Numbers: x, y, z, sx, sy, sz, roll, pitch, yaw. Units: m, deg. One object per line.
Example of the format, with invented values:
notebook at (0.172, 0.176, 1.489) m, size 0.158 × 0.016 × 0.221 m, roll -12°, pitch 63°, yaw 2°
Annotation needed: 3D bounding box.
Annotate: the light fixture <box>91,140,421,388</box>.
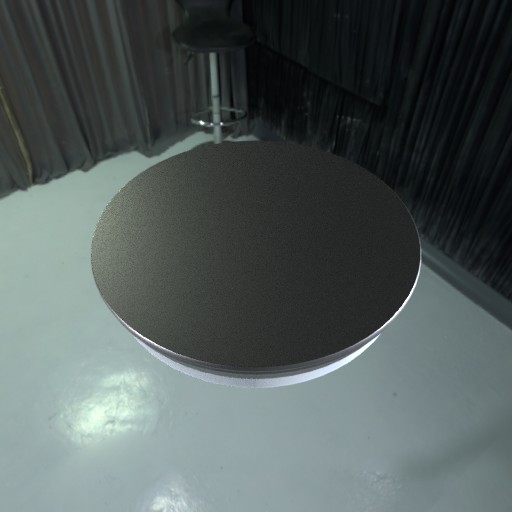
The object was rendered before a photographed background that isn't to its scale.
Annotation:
light fixture at (0.000, 0.000, 0.543) m, size 0.368 × 0.100 × 0.368 m, roll 0°, pitch 46°, yaw 0°
